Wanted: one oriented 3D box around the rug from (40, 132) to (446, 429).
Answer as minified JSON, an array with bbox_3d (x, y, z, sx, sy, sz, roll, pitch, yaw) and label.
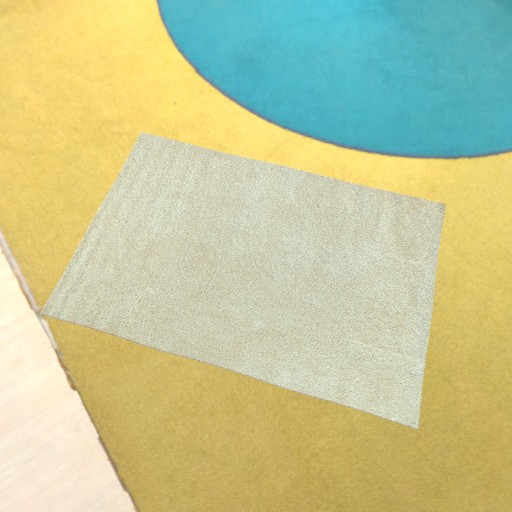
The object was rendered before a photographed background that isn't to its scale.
[{"bbox_3d":[0.000,0.000,3.409,2.699,0.025,1.800,15,63,8],"label":"rug"}]
